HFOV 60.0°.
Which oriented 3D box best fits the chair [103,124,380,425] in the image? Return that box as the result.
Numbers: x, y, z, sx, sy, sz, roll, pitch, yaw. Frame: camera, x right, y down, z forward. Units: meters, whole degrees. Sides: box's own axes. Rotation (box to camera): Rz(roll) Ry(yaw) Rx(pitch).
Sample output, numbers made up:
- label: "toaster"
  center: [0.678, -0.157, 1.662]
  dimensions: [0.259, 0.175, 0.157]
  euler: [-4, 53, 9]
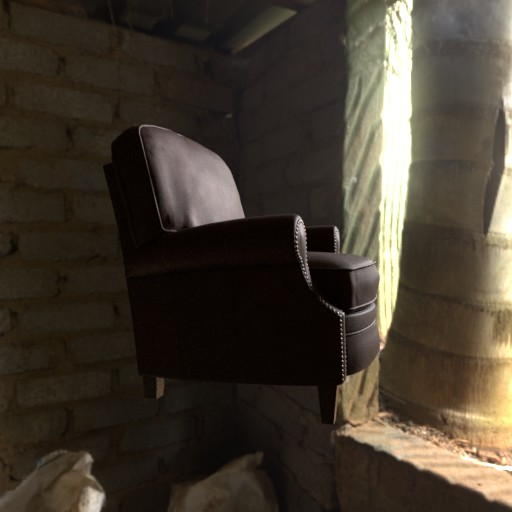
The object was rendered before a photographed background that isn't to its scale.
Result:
- label: "chair"
  center: [0.000, 0.000, 1.822]
  dimensions: [0.986, 1.018, 0.936]
  euler: [0, 1, 19]
